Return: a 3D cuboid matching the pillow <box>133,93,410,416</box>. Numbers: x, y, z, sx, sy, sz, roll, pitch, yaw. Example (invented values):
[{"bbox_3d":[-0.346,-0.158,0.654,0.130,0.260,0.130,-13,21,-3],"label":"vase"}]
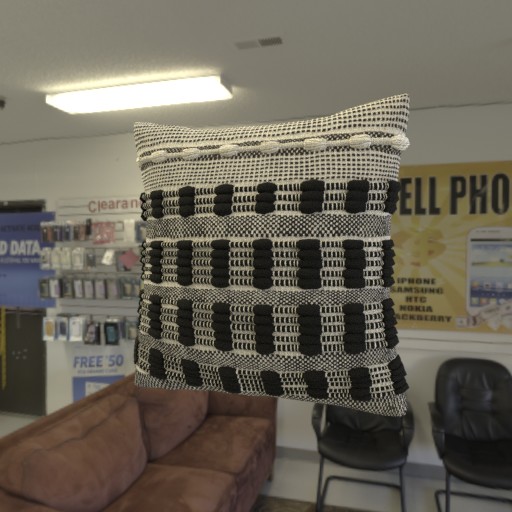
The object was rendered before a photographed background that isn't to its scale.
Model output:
[{"bbox_3d":[0.000,0.000,0.662,0.436,0.438,0.156,0,1,19],"label":"pillow"}]
